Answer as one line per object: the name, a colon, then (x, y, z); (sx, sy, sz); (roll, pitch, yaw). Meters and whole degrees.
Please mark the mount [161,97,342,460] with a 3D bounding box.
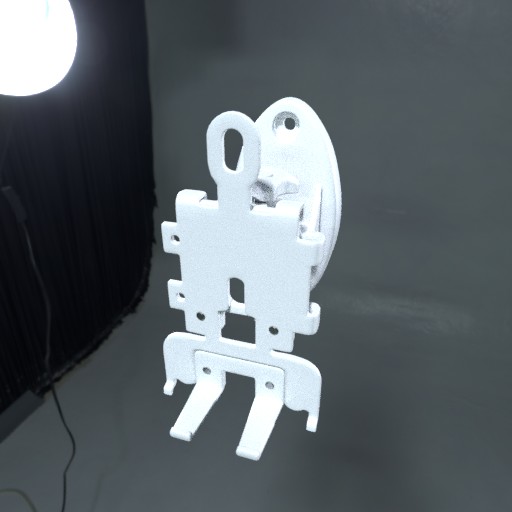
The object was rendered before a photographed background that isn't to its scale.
mount: (0.000, 0.000, 0.177); (0.066, 0.118, 0.100); (9, 28, 16)
